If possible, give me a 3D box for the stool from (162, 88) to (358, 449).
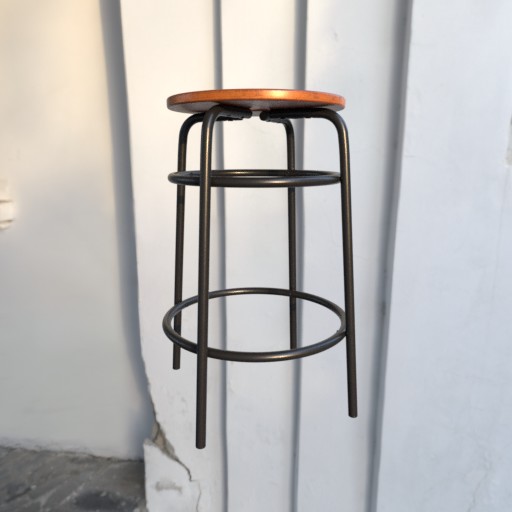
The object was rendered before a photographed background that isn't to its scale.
[{"bbox_3d":[0.000,0.000,0.915,0.455,0.610,0.455,7,15,26],"label":"stool"}]
